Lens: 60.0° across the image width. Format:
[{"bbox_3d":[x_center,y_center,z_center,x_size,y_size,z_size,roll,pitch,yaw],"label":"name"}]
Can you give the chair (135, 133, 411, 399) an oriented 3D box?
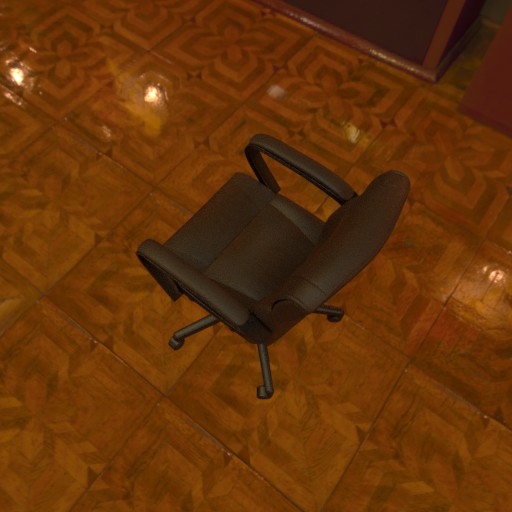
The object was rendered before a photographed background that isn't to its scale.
[{"bbox_3d":[0.000,0.000,1.511,0.717,1.004,0.739,36,68,17],"label":"chair"}]
